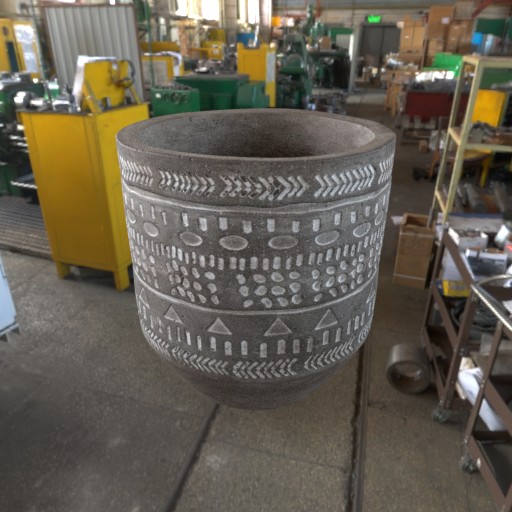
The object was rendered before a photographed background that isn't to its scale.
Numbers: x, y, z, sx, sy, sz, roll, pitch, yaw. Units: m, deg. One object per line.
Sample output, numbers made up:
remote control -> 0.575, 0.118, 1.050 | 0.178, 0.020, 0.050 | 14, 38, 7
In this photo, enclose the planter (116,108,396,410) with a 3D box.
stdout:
planter -> 0.000, 0.000, 0.225 | 0.122, 0.128, 0.122 | 0, 26, 0
